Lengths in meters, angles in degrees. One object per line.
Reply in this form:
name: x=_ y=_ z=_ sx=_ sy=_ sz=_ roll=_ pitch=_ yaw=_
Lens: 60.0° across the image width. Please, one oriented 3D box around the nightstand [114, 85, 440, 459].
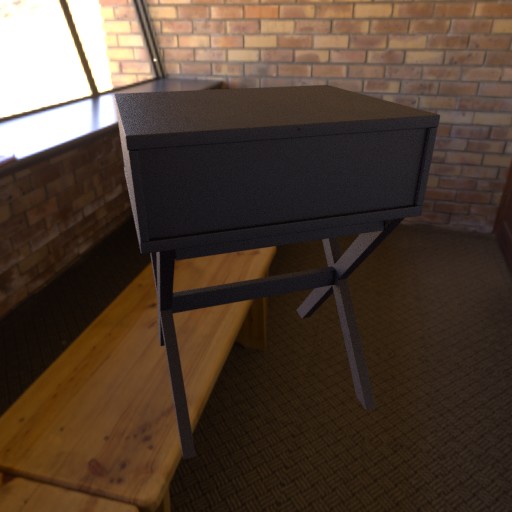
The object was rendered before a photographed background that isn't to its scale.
nightstand: x=0.000 y=0.000 z=0.943 sx=0.479 sy=0.623 sz=0.402 roll=-9 pitch=29 yaw=-16
